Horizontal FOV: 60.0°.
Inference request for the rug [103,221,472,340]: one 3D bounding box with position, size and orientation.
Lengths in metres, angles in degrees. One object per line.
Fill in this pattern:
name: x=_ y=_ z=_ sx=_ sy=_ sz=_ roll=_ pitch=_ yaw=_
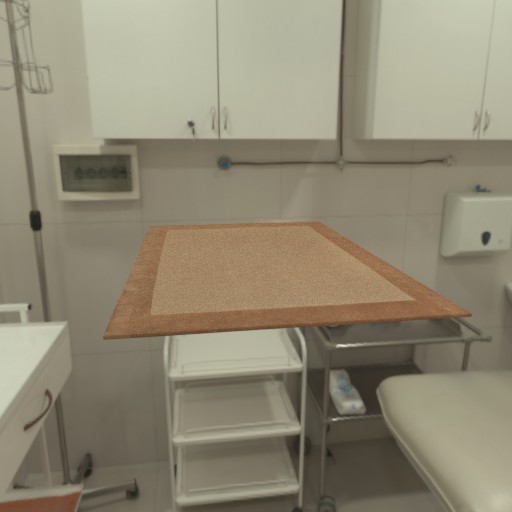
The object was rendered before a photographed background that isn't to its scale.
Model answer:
rug: x=0.000 y=0.000 z=2.303 sx=1.219 sy=0.014 sz=1.829 roll=-2 pitch=15 yaw=-8
